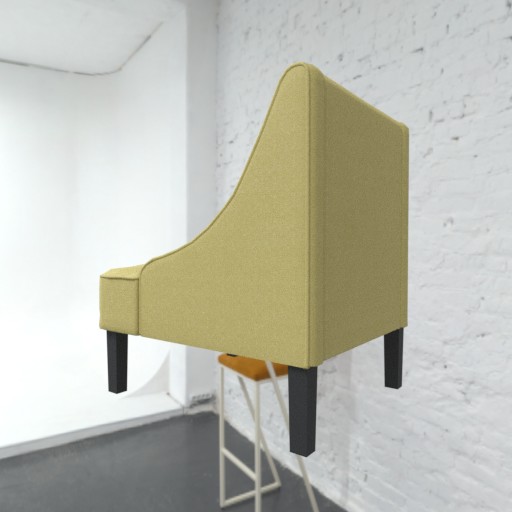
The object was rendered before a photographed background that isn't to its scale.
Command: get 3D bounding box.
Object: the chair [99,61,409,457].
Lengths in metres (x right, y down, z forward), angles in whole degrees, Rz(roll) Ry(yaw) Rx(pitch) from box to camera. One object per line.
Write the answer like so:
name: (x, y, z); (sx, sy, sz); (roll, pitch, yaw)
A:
chair: (0.000, 0.000, 1.489); (0.814, 0.896, 0.696); (1, 2, 37)
